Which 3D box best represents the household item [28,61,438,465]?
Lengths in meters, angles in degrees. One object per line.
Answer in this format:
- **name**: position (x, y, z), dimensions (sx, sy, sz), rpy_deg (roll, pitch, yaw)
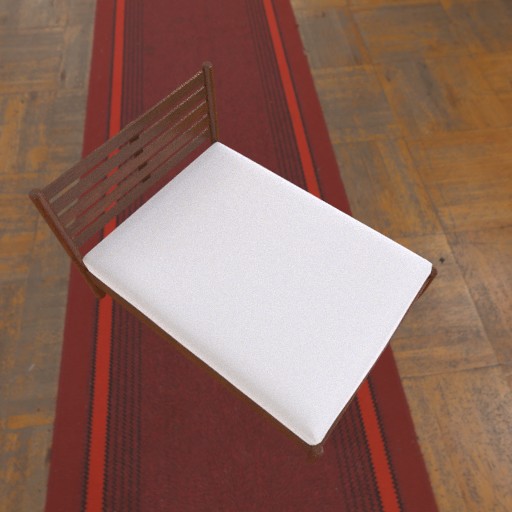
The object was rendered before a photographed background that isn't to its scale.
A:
- **household item**: position (0.000, 0.000, 3.226), dimensions (2.232, 1.356, 1.663), rpy_deg (33, 64, 19)
